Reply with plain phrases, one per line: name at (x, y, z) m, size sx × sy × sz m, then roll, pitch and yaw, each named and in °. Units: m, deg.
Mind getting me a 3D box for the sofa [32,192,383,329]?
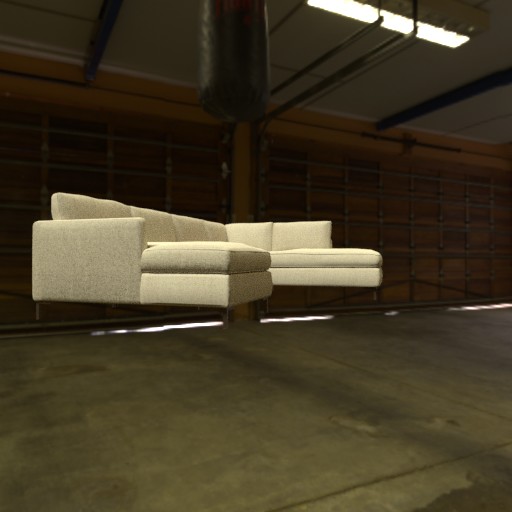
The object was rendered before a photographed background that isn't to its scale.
sofa at (0.000, 0.000, 3.558) m, size 1.879 × 0.756 × 2.737 m, roll 0°, pitch -1°, yaw 18°
